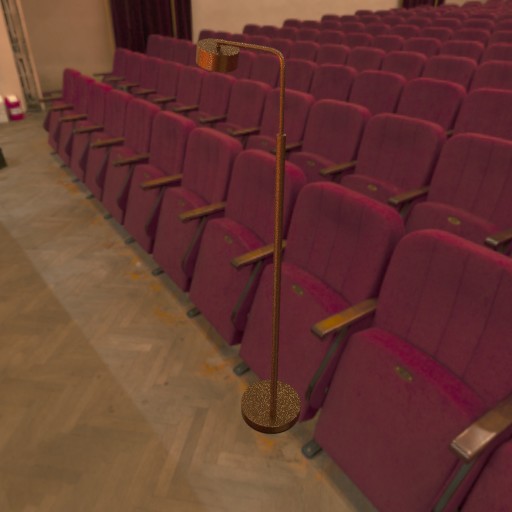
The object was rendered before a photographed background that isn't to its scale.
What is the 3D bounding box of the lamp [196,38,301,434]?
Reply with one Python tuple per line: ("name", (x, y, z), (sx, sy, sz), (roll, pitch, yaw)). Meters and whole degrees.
("lamp", (0.000, 0.000, 1.414), (0.219, 1.230, 0.418), (-18, 35, -28))
